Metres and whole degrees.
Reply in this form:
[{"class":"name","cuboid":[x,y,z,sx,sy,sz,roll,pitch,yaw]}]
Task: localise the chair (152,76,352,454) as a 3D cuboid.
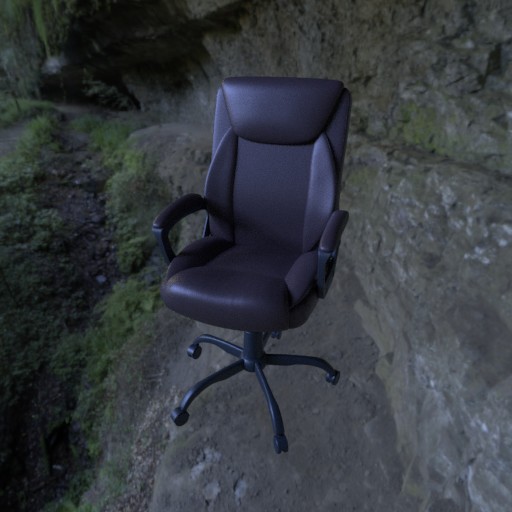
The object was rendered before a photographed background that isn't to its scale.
[{"class":"chair","cuboid":[0.000,0.000,1.478,0.615,1.072,0.655,9,28,17]}]
